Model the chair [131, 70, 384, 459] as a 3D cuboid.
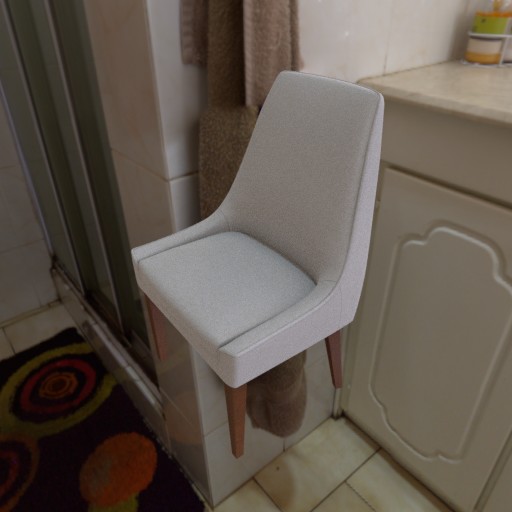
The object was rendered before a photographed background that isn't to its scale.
[{"bbox_3d":[0.000,0.000,1.215,0.544,0.861,0.529,-22,39,-30],"label":"chair"}]
